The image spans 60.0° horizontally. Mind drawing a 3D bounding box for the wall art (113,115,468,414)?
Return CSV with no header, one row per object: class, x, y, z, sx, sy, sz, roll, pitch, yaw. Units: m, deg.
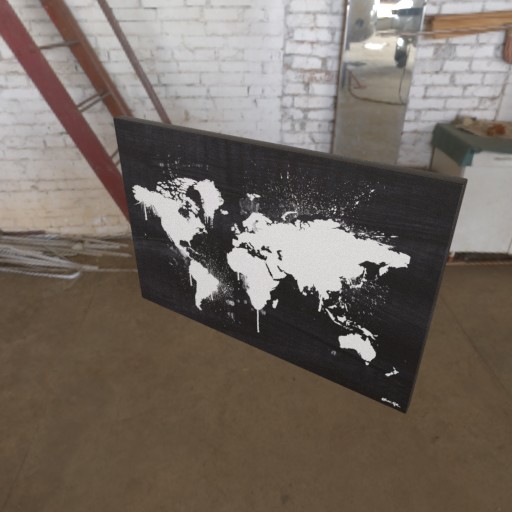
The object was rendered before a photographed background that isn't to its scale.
wall art,0.000,0.000,1.176,0.912,0.612,0.038,18,35,28
